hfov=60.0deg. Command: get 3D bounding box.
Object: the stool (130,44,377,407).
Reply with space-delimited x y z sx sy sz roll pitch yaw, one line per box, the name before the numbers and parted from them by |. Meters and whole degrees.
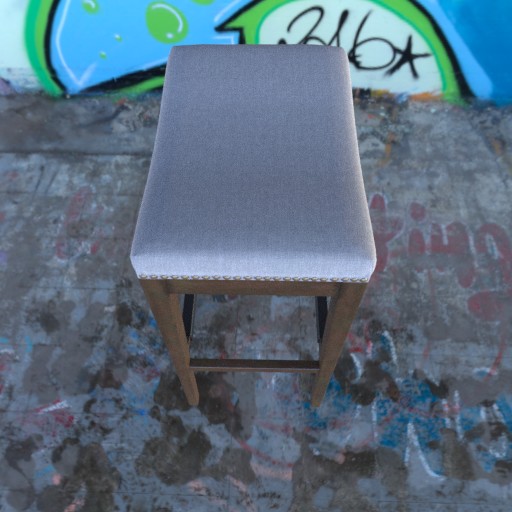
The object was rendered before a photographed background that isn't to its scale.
stool | 0.000 0.000 1.022 0.356 0.762 0.508 1 59 1
